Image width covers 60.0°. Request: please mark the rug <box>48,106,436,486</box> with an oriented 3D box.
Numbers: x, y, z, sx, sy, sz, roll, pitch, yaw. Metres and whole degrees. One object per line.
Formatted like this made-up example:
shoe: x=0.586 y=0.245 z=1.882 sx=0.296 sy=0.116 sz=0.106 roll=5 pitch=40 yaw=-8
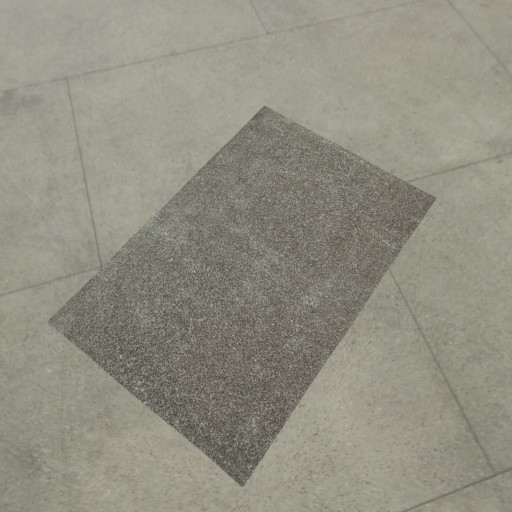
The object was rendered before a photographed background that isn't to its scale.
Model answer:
rug: x=0.000 y=0.000 z=3.497 sx=1.802 sy=0.026 sz=2.699 roll=33 pitch=67 yaw=16
